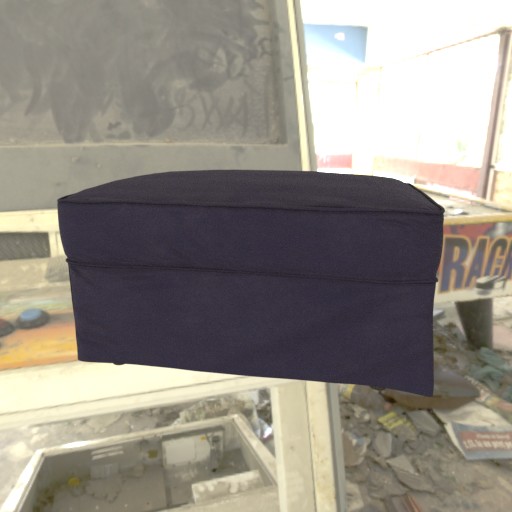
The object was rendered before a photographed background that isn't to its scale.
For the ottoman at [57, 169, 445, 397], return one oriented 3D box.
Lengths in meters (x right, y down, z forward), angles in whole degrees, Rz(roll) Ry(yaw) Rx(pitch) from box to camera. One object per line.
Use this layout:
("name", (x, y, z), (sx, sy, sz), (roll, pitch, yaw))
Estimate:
("ottoman", (0.000, 0.000, 1.332), (0.938, 0.503, 0.637), (3, 16, 10))
